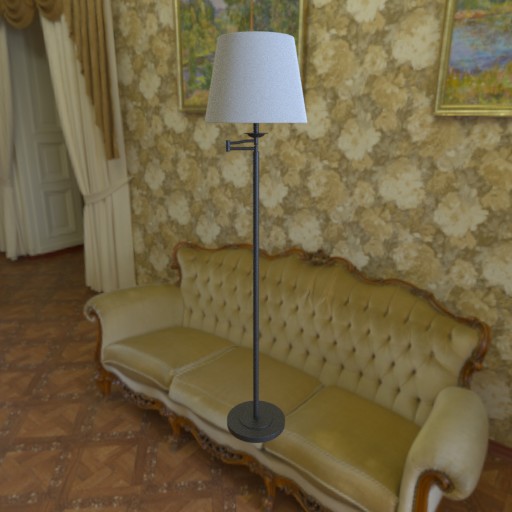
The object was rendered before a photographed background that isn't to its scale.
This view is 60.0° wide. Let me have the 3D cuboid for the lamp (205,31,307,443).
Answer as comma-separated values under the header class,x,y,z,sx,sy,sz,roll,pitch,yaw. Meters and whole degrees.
class,x,y,z,sx,sy,sz,roll,pitch,yaw
lamp,0.000,0.000,1.652,0.348,1.473,0.348,-3,17,-8
